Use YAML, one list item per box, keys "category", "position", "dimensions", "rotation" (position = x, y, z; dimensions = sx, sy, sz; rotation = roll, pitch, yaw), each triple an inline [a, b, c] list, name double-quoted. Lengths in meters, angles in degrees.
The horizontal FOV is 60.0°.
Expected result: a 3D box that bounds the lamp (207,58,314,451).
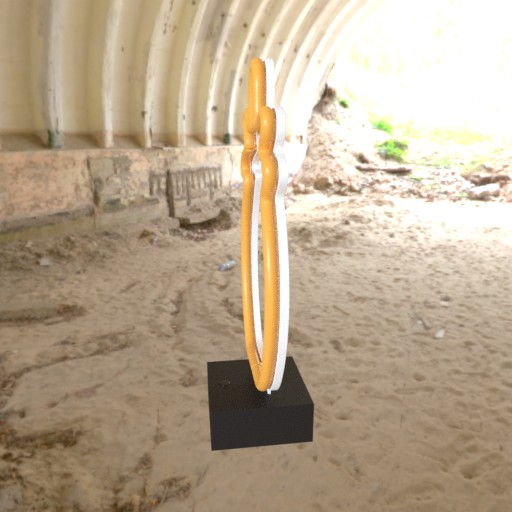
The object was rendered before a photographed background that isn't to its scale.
- category: "lamp"
  position: [0.000, 0.000, 0.384]
  dimensions: [0.088, 0.317, 0.167]
  rotation: [-2, 15, -8]
